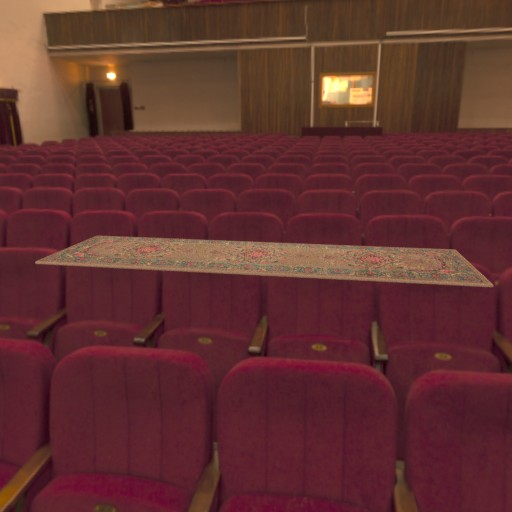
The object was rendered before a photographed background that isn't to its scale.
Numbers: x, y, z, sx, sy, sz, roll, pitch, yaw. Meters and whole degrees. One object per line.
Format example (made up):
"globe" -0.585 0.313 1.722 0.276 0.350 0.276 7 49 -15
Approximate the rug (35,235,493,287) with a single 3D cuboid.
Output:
"rug" 0.000 0.000 2.501 2.297 0.019 0.659 3 15 9
